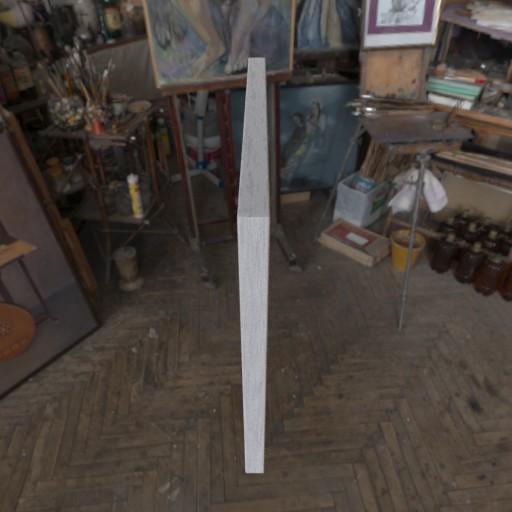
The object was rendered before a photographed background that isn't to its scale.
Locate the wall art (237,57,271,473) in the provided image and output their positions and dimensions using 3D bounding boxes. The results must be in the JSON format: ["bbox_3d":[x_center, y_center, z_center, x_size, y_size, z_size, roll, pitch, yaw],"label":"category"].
[{"bbox_3d":[0.000,0.000,1.935,0.078,1.288,1.287,0,39,0],"label":"wall art"}]
